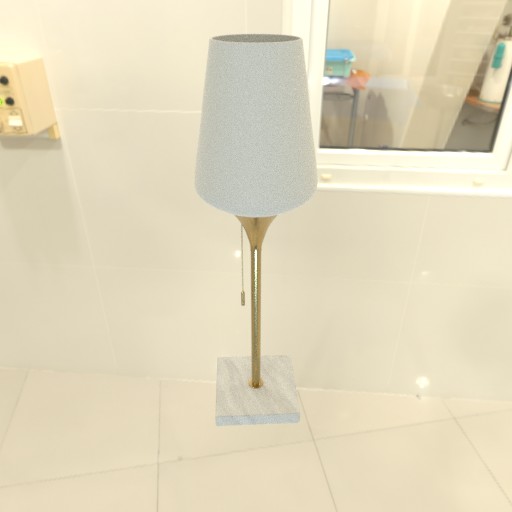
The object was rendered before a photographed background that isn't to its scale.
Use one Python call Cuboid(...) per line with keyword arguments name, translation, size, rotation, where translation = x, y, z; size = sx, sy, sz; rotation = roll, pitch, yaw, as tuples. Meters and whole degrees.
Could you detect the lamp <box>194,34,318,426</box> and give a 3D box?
Cuboid(name="lamp", translation=(0.000, 0.000, 0.720), size=(0.181, 0.639, 0.181), rotation=(-1, 31, -2))
